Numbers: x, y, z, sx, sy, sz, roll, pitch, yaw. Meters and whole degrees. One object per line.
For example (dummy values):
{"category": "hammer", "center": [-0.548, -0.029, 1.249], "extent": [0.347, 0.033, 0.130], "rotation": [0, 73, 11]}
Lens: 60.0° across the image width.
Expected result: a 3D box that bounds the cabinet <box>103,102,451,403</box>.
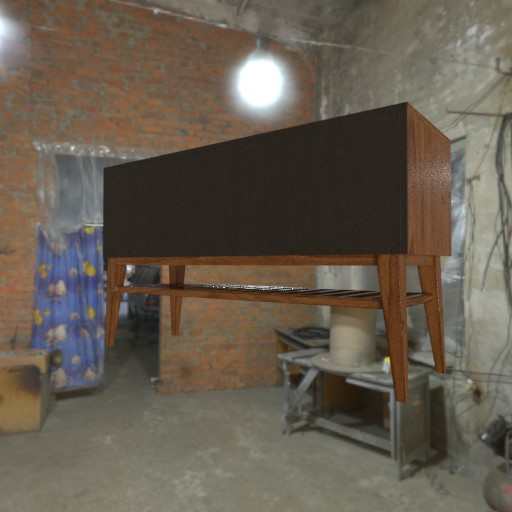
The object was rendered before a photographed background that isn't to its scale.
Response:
{"category": "cabinet", "center": [0.000, 0.000, 1.773], "extent": [1.363, 0.802, 0.477], "rotation": [-1, -1, 37]}
